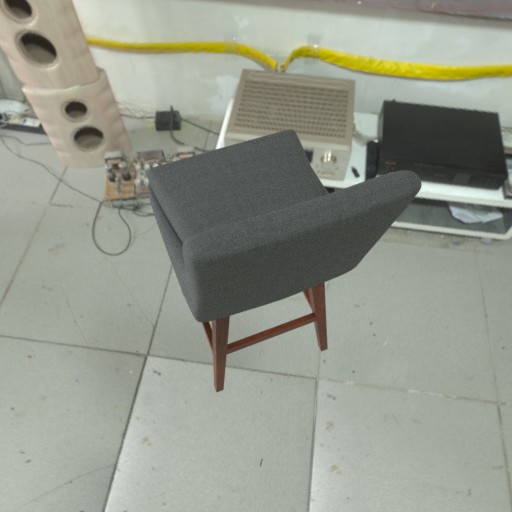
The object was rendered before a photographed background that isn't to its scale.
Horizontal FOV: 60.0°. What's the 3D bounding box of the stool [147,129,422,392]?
[{"bbox_3d":[0.000,0.000,1.210,0.447,0.977,0.524,-19,60,-11],"label":"stool"}]
